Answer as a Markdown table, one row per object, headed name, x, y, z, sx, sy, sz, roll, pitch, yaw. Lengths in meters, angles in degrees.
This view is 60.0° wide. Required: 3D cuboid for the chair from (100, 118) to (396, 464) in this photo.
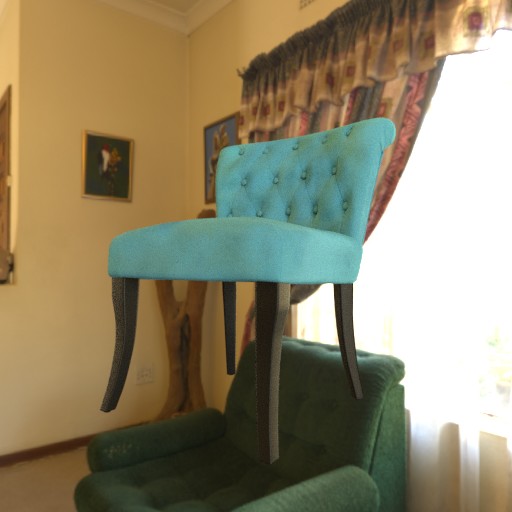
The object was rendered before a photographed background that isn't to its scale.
| name | x | y | z | sx | sy | sz | roll | pitch | yaw |
| --- | --- | --- | --- | --- | --- | --- | --- | --- | --- |
| chair | 0.000 | 0.000 | 1.167 | 0.582 | 0.750 | 0.605 | -1 | -1 | 36 |
